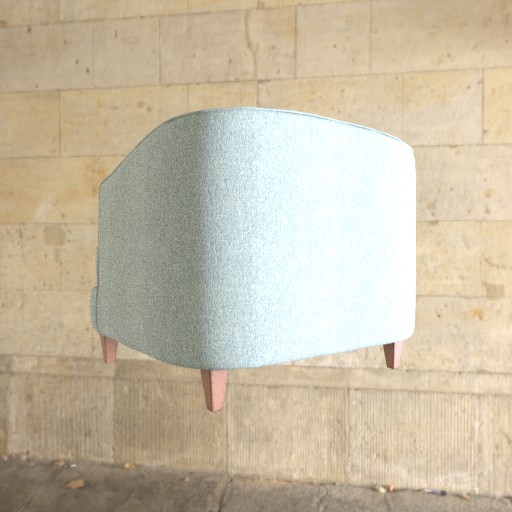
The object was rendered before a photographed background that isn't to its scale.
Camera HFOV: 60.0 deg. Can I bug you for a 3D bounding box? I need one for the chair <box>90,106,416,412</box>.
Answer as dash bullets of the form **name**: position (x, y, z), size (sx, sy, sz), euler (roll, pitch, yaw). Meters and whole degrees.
- **chair**: position (0.000, 0.000, 1.755), size (1.094, 0.852, 0.945), euler (0, 1, -35)
